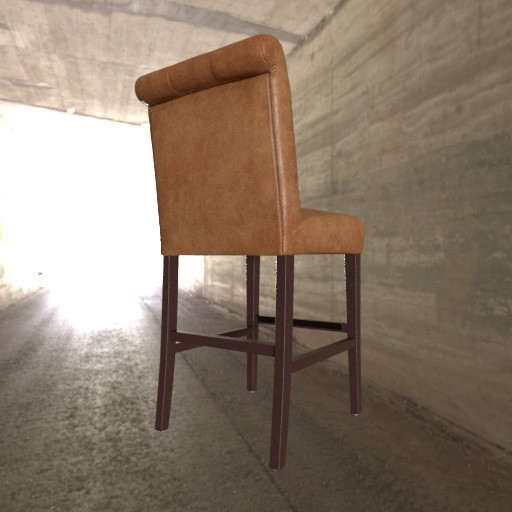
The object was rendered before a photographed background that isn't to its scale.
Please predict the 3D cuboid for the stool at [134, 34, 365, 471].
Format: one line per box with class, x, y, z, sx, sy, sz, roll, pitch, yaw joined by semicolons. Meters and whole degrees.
stool;0.000;0.000;1.371;0.493;1.047;0.601;0;0;36
